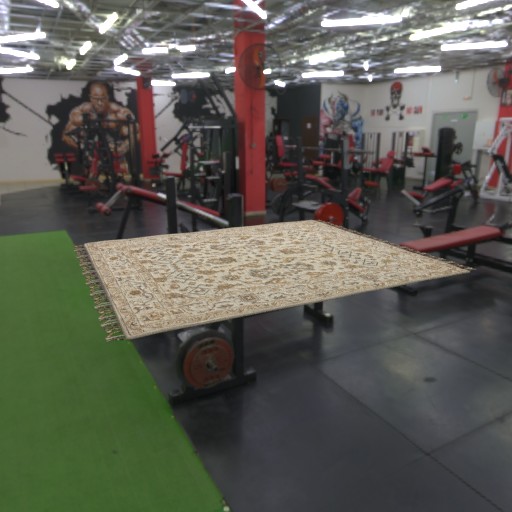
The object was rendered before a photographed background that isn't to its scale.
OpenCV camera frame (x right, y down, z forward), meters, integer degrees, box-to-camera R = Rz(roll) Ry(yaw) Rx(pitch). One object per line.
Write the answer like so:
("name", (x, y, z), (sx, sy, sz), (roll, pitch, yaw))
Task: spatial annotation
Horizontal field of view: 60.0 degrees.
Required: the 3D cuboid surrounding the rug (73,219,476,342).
("rug", (0.000, 0.000, 4.191), (3.061, 0.034, 2.426), (-8, 18, -25))
